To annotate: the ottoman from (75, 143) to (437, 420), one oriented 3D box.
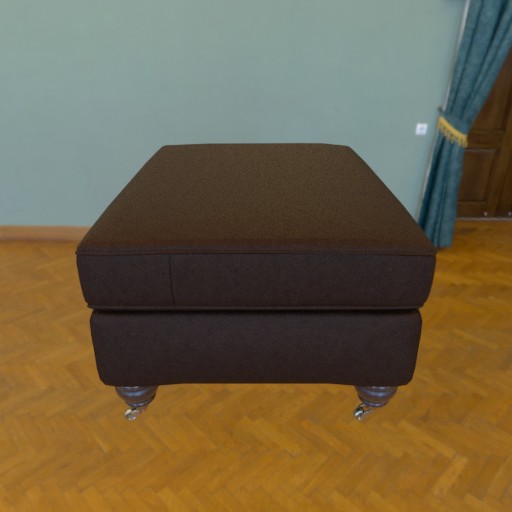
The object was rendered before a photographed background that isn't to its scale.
[{"bbox_3d":[0.000,0.000,1.801,0.967,0.730,1.187,0,26,0],"label":"ottoman"}]
